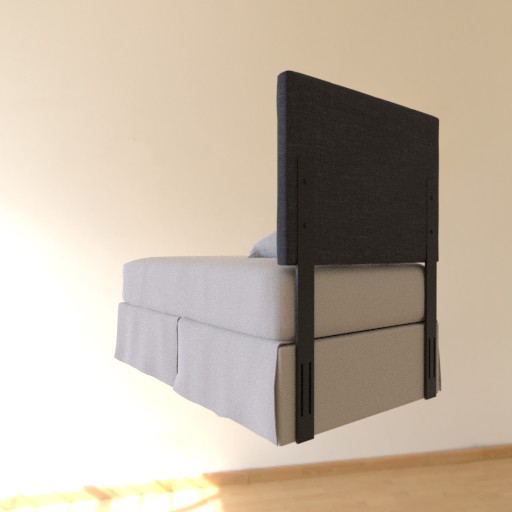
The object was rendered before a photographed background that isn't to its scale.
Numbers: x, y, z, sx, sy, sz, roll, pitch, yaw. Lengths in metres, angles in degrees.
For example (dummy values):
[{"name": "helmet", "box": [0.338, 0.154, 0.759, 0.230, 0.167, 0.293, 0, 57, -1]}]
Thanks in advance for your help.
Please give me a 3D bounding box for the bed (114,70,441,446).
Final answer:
[{"name": "bed", "box": [0.000, 0.000, 2.953, 1.261, 1.571, 1.997, 0, 1, -36]}]
